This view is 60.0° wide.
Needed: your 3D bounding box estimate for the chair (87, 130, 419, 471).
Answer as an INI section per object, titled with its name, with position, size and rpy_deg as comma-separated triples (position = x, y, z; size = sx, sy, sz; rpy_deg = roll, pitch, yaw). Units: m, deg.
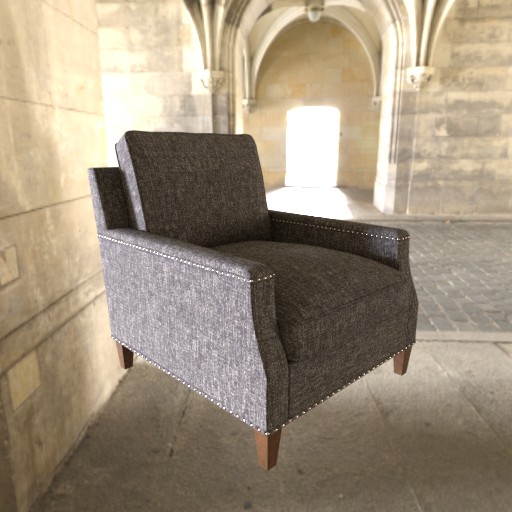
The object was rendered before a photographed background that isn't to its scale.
[chair]
position = 0.000, 0.000, 1.718
size = 0.853, 0.943, 1.014
rpy_deg = -13, 19, -43
